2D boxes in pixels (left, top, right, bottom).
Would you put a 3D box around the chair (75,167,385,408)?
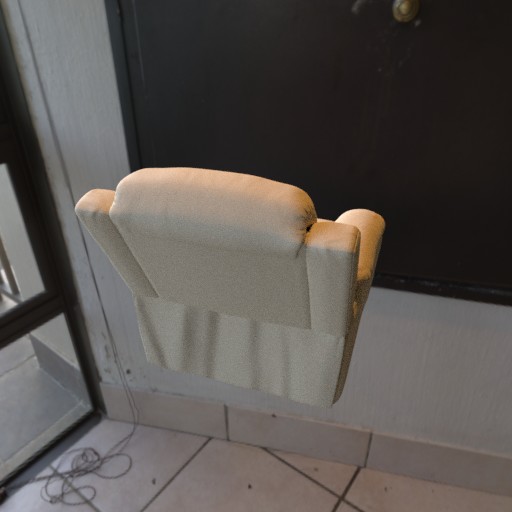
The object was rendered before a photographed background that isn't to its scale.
[{"bbox_3d":[0.000,0.000,1.272,0.680,0.702,0.709,10,33,15],"label":"chair"}]
